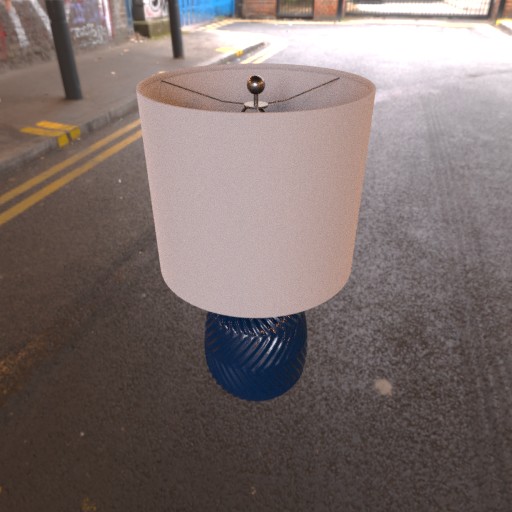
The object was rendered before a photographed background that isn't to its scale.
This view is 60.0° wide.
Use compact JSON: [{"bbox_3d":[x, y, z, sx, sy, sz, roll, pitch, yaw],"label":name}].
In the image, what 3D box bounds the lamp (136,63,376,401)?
[{"bbox_3d":[0.000,0.000,0.480,0.203,0.368,0.203,-20,38,-29],"label":"lamp"}]
